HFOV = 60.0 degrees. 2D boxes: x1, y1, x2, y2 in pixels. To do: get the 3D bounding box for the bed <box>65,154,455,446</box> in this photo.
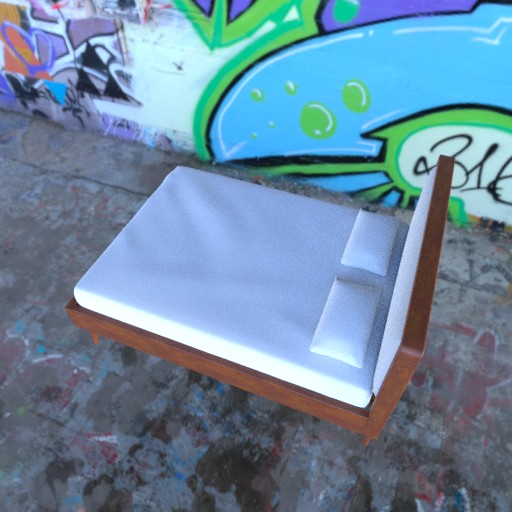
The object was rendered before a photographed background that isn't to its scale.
[{"bbox_3d":[0.000,0.000,3.145,2.196,1.275,1.587,16,50,14],"label":"bed"}]
